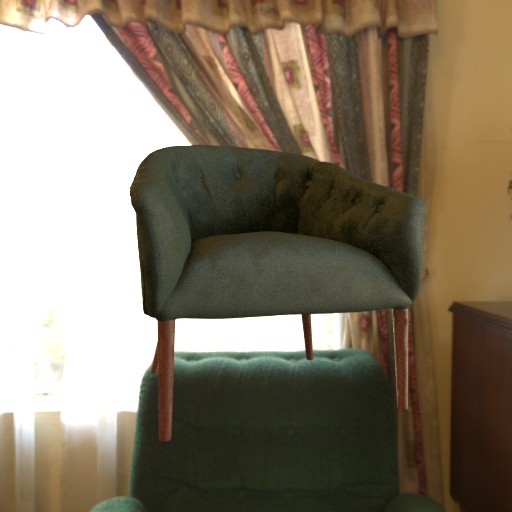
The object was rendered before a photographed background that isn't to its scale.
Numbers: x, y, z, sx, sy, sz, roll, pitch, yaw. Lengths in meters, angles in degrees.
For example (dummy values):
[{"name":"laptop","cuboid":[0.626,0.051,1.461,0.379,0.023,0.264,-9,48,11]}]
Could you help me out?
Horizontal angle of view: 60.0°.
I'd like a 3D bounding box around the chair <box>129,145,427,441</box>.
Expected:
[{"name":"chair","cuboid":[0.000,0.000,1.513,0.851,0.885,0.776,0,1,-18]}]
